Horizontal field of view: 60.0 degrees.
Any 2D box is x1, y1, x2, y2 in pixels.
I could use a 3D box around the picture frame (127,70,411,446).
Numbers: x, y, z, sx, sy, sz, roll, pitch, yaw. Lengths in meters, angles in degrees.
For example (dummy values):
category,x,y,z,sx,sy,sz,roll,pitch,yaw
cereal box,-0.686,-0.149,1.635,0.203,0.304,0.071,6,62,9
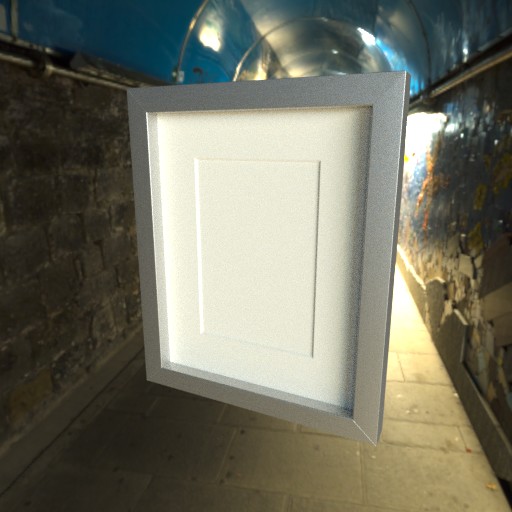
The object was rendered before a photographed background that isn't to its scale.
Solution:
category,x,y,z,sx,sy,sz,roll,pitch,yaw
picture frame,0.000,0.000,0.386,0.233,0.282,0.036,7,16,25
